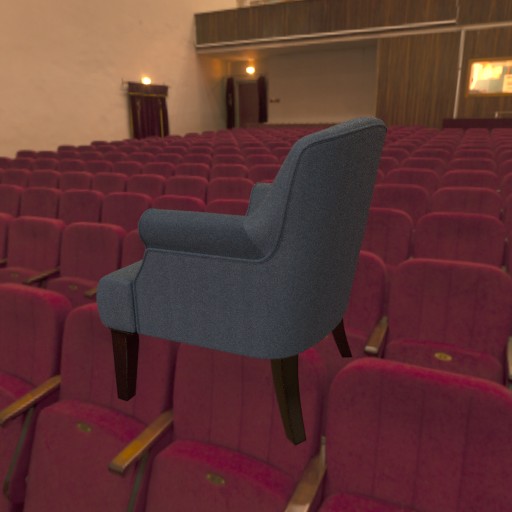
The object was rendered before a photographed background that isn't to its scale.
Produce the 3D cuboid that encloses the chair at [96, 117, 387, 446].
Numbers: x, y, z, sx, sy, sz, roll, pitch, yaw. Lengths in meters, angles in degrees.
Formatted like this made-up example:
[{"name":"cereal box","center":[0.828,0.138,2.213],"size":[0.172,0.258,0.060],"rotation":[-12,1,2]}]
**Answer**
[{"name":"chair","center":[0.000,0.000,1.477],"size":[0.754,0.878,0.770],"rotation":[8,18,25]}]
